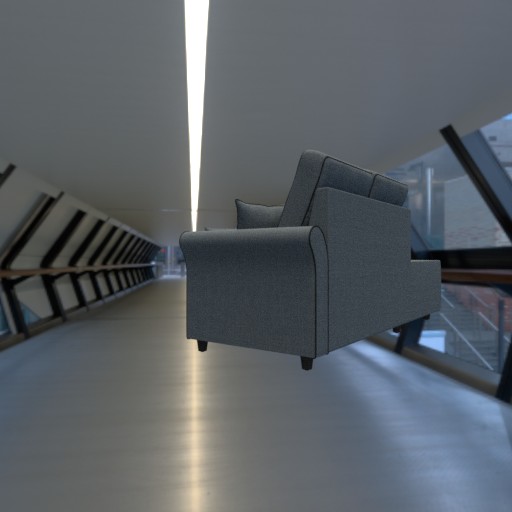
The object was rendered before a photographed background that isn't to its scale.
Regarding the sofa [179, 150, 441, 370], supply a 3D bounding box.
[{"bbox_3d":[0.000,0.000,3.234,2.068,0.988,2.070,0,0,36],"label":"sofa"}]
